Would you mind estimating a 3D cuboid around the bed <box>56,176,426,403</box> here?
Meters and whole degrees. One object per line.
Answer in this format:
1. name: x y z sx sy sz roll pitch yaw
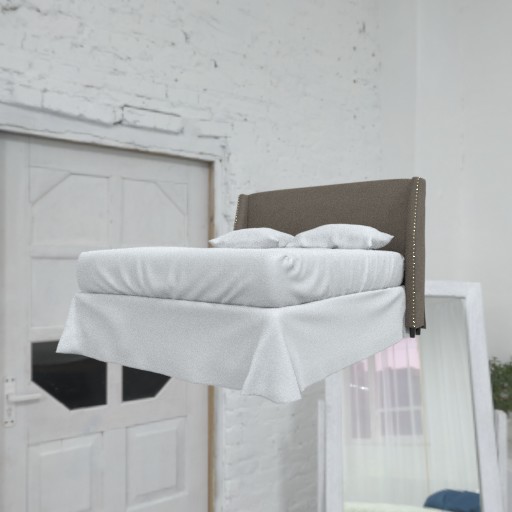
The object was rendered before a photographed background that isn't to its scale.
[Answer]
1. bed: 0.000 0.000 3.374 1.925 1.332 2.276 0 0 36
